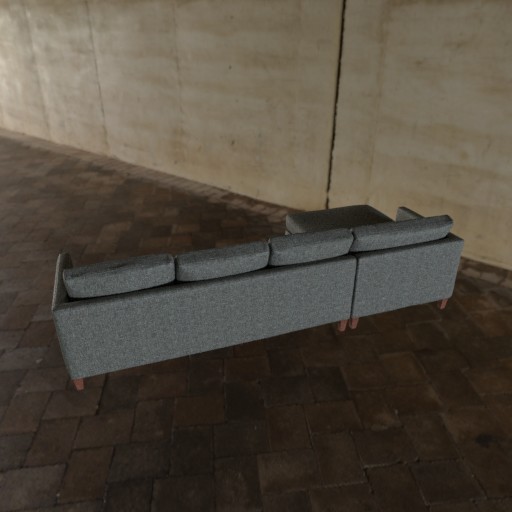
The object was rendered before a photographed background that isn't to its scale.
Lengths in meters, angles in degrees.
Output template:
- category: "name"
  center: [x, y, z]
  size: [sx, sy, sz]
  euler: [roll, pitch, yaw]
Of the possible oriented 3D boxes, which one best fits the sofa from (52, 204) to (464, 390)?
- category: "sofa"
  center: [0.000, 0.000, 4.268]
  size: [3.485, 0.960, 1.635]
  euler: [-9, 29, -17]
